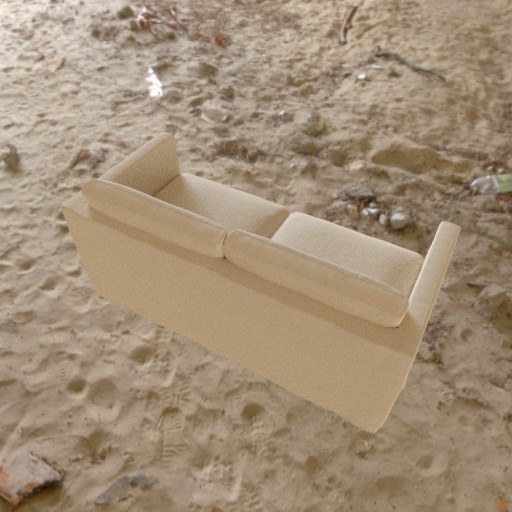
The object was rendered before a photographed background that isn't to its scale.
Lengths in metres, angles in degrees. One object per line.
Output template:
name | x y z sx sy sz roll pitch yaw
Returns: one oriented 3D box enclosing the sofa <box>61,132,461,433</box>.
sofa | 0.000 0.000 2.573 1.987 0.870 0.940 22 49 20
